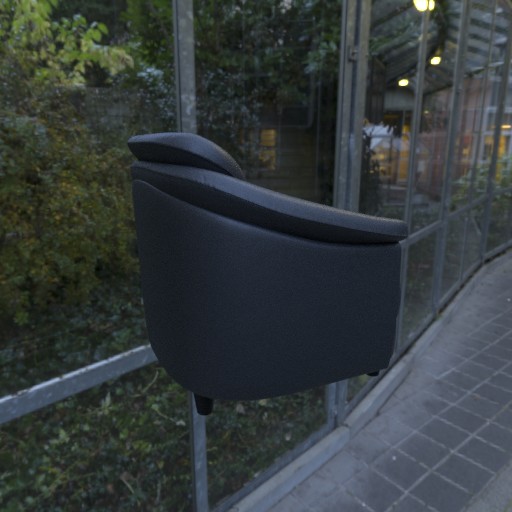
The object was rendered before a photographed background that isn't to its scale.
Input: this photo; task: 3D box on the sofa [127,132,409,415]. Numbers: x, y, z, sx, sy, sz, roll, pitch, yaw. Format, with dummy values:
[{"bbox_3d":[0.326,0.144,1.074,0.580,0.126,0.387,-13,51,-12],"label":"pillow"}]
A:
[{"bbox_3d":[0.000,0.000,1.547,0.794,0.811,0.870,-7,15,-26],"label":"sofa"}]
